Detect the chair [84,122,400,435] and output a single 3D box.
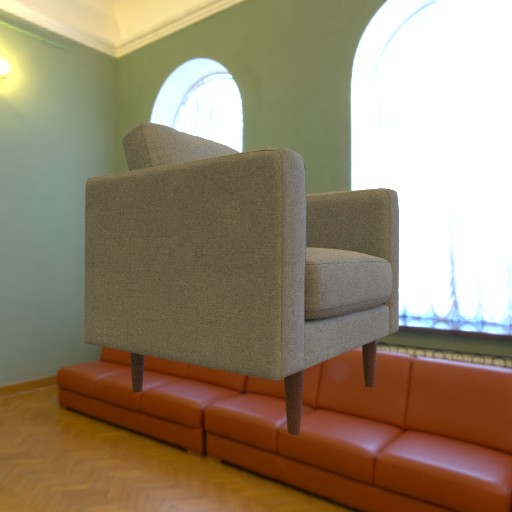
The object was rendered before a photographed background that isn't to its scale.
[{"bbox_3d":[0.000,0.000,1.552,0.800,0.927,0.855,0,-1,36],"label":"chair"}]
